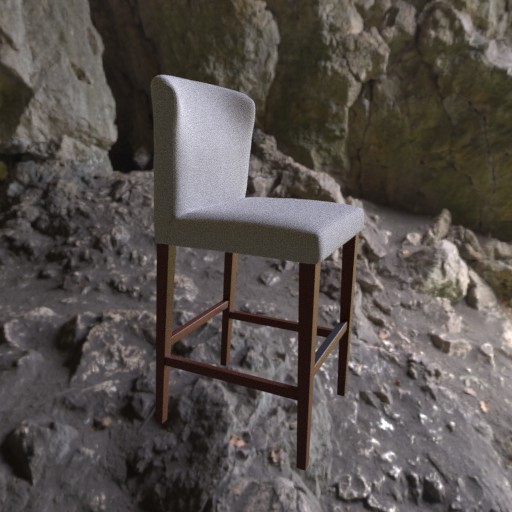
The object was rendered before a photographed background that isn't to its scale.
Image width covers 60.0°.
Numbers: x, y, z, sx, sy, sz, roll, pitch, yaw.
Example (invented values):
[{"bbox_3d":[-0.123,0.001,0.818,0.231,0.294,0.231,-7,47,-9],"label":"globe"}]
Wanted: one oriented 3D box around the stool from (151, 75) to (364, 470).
[{"bbox_3d":[0.000,0.000,1.384,0.568,1.069,0.481,7,16,25],"label":"stool"}]
